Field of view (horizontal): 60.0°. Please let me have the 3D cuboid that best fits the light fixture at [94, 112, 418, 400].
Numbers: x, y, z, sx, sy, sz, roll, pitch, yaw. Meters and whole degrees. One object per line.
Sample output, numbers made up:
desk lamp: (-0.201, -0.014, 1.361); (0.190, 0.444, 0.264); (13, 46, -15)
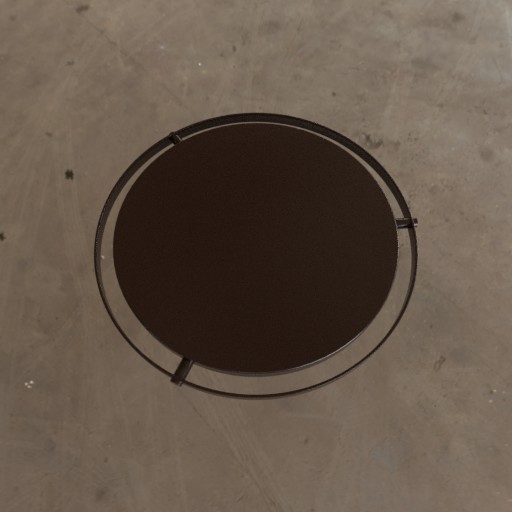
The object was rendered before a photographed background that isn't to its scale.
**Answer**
light fixture: (0.000, 0.000, 0.553); (0.361, 0.130, 0.361); (0, 63, 0)
